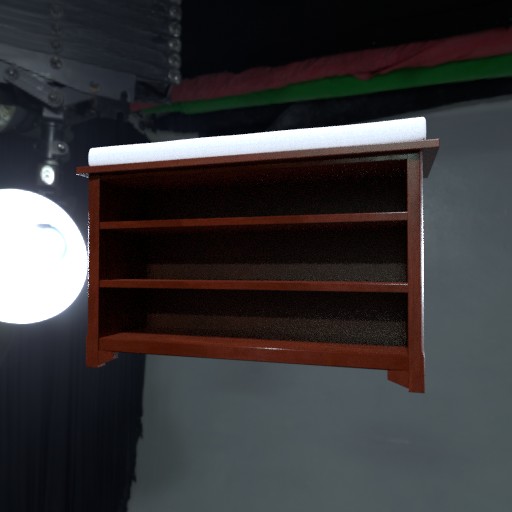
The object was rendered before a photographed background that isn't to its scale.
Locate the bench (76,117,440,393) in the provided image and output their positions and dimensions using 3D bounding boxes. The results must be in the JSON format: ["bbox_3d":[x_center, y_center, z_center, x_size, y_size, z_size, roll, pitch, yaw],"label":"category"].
[{"bbox_3d":[0.000,0.000,1.324,0.987,0.646,0.369,0,-1,17],"label":"bench"}]
